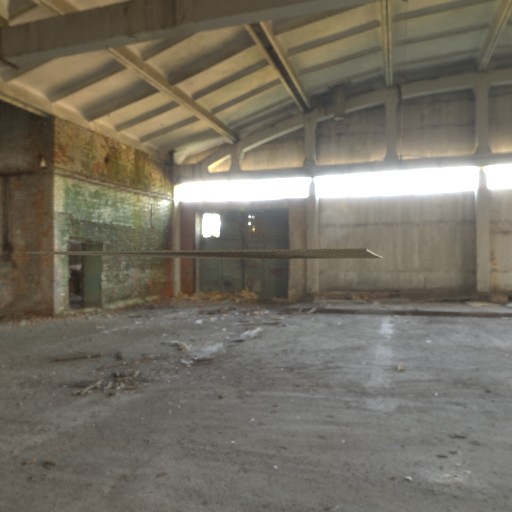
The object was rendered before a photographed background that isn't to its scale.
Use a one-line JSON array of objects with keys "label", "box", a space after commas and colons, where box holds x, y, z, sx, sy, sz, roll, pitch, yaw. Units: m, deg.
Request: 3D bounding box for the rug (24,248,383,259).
[{"label": "rug", "box": [0.000, 0.000, 2.306, 1.226, 0.007, 1.815, 0, -1, 17]}]
